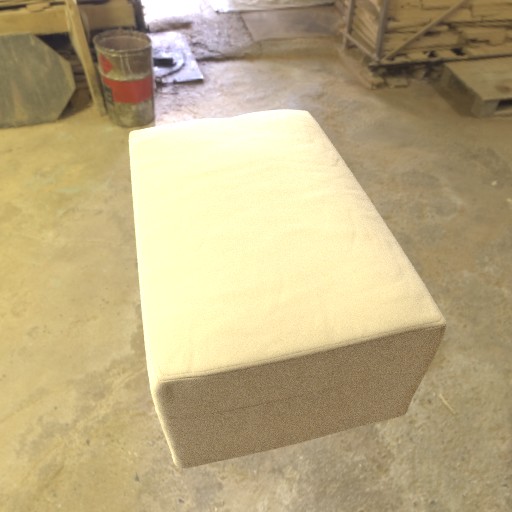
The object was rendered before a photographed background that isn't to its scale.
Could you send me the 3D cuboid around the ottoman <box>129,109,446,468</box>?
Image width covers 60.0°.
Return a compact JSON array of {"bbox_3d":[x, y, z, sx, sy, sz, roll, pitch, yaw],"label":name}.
[{"bbox_3d":[0.000,0.000,1.183,0.590,0.444,0.872,-10,47,-9],"label":"ottoman"}]
